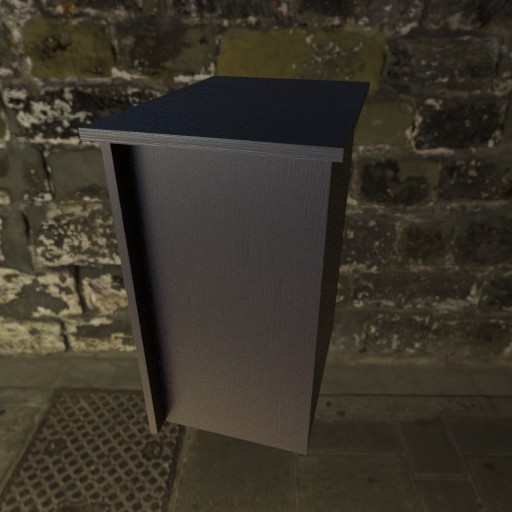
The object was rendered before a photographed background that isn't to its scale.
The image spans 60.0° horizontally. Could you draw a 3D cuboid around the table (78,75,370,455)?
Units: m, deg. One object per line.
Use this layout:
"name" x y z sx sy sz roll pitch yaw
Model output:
"table" 0.000 0.000 1.052 0.408 0.711 0.589 8 31 14
